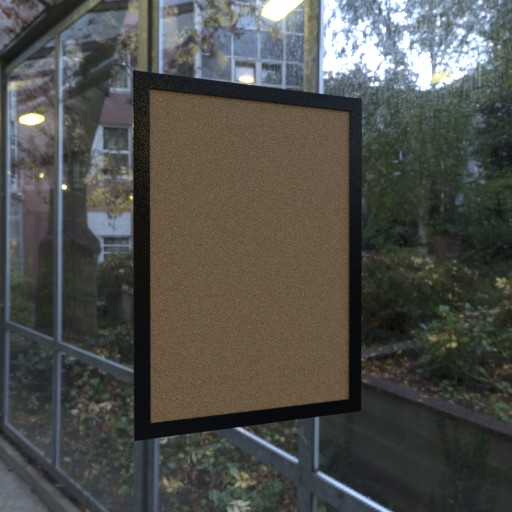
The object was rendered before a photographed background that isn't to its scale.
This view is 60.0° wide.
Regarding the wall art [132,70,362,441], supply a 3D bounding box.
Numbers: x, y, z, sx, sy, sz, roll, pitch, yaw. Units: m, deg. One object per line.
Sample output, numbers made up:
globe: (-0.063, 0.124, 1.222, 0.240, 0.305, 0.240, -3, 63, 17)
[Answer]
wall art: (0.000, 0.000, 0.865, 0.462, 0.656, 0.019, 0, 1, -19)
